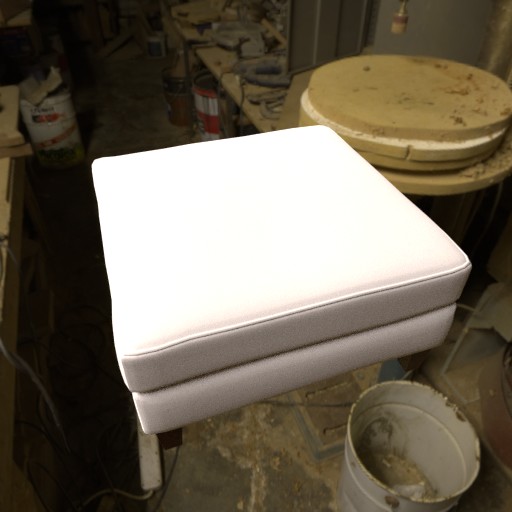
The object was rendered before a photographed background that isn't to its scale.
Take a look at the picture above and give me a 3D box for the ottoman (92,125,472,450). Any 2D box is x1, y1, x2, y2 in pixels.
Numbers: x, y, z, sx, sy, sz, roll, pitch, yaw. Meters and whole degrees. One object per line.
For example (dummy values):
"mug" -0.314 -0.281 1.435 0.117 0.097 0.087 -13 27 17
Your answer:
"ottoman" 0.000 0.000 1.342 0.838 0.479 0.838 -13 43 -14
